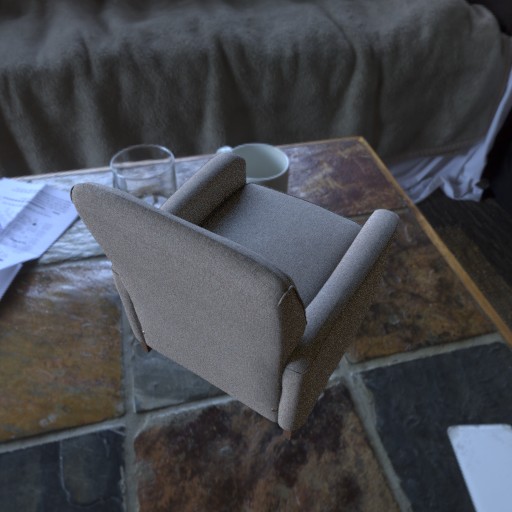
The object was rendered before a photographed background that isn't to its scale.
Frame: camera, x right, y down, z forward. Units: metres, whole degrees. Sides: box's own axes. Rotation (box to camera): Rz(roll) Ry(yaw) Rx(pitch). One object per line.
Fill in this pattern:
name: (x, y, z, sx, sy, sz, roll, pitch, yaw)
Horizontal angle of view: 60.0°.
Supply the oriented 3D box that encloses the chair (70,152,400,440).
chair: (0.000, 0.000, 1.651, 0.848, 1.014, 0.864, 25, 52, 21)
